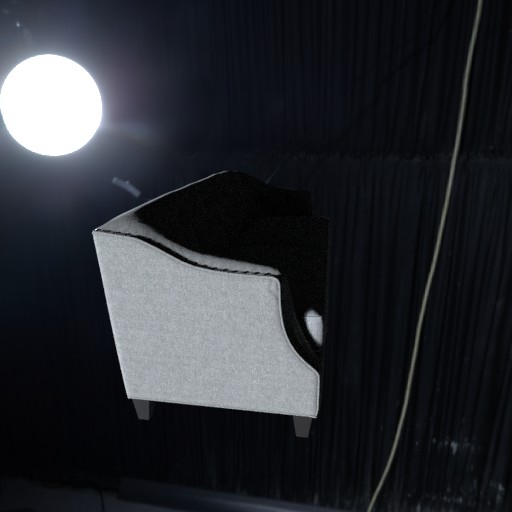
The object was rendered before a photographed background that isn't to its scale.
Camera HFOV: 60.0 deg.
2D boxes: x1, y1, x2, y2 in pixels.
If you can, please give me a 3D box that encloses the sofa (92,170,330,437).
[{"bbox_3d":[0.000,0.000,2.790,0.914,0.901,2.235,3,17,9],"label":"sofa"}]
